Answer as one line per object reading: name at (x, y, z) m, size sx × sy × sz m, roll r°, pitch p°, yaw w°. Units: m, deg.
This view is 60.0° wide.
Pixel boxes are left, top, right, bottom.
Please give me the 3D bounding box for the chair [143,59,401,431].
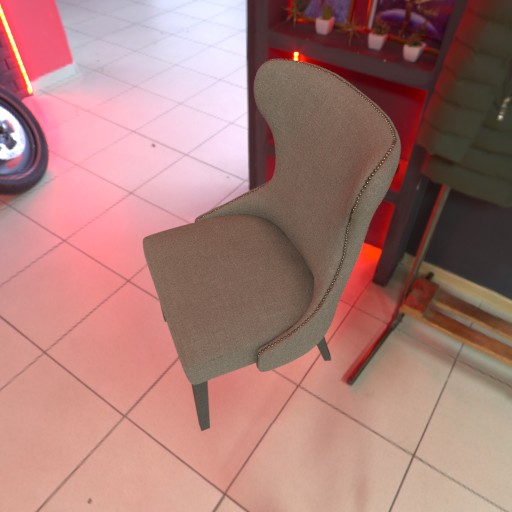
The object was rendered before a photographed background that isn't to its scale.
chair at (0.000, 0.000, 1.387) m, size 0.635 × 0.967 × 0.628 m, roll -17°, pitch 49°, yaw -15°
